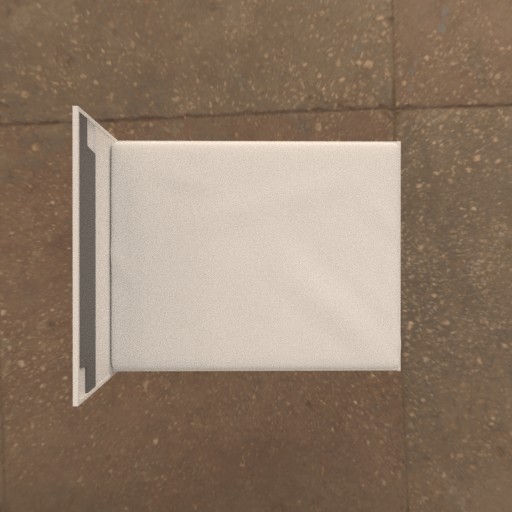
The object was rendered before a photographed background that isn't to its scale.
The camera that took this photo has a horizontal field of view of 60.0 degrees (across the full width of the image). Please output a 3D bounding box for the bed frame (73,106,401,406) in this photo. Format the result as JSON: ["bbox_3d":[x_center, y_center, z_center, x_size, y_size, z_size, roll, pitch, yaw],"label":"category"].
[{"bbox_3d":[0.000,0.000,3.037,2.100,1.001,1.711,0,90,-1],"label":"bed frame"}]
